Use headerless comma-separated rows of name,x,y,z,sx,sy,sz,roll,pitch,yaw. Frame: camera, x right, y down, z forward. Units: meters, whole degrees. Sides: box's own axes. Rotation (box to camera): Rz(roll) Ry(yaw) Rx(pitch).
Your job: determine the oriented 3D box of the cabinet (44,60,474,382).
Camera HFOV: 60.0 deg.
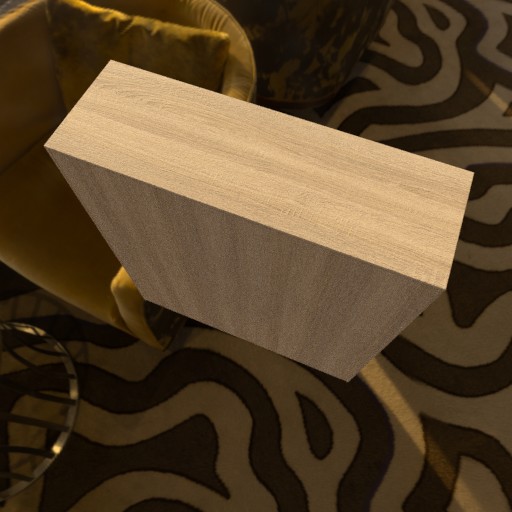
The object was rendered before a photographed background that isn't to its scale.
cabinet,0.000,0.000,2.949,1.870,2.060,0.620,20,66,10
